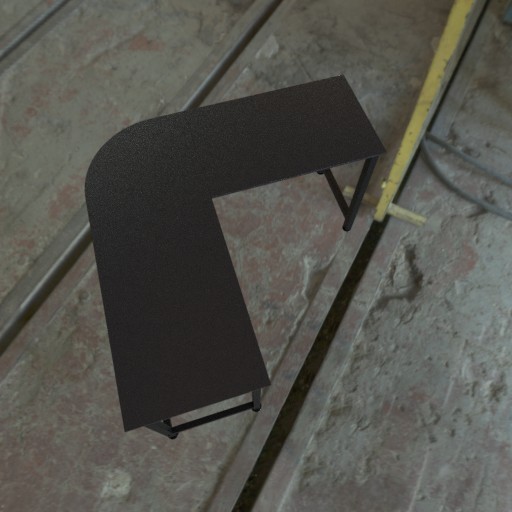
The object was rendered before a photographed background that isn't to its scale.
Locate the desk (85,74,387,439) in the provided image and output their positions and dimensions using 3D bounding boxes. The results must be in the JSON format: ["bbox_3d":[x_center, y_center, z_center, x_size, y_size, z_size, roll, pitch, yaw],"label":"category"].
[{"bbox_3d":[0.000,0.000,2.281,1.400,0.762,1.400,-16,65,-8],"label":"desk"}]
